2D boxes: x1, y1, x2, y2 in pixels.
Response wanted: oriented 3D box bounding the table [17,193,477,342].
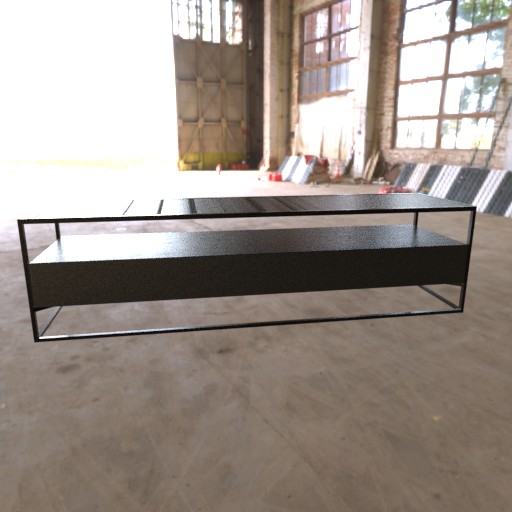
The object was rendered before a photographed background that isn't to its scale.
[{"bbox_3d":[0.000,0.000,1.657,1.486,0.395,0.399,-2,15,-9],"label":"table"}]
